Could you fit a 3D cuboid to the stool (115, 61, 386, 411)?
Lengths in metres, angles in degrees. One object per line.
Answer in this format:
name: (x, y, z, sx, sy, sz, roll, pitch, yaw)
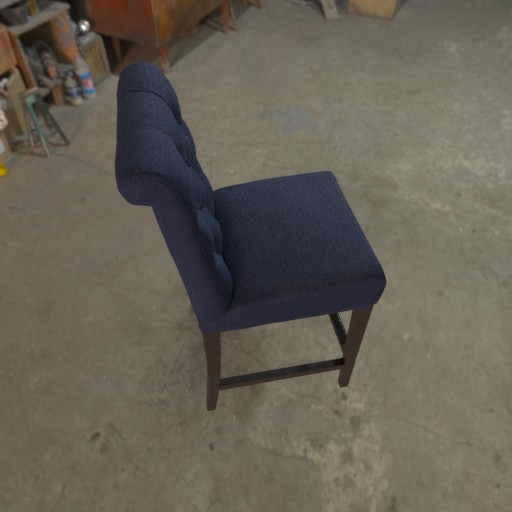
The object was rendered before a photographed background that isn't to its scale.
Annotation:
stool: (0.000, 0.000, 1.313, 0.601, 1.010, 0.493, -8, 48, -8)
